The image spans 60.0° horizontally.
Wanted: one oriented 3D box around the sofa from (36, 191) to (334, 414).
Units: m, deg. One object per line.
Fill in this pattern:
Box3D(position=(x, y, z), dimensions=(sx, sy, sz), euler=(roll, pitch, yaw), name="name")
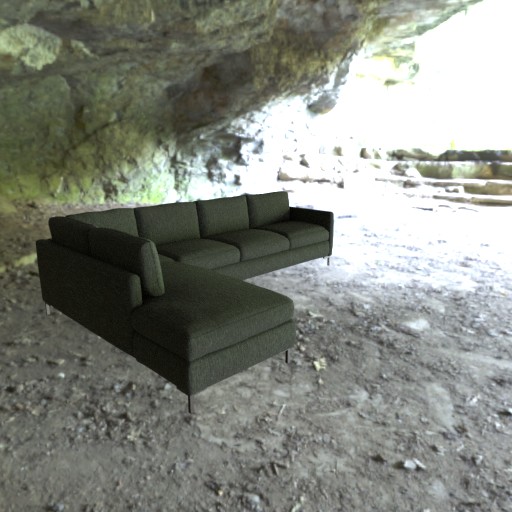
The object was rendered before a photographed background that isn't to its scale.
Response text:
Box3D(position=(0.000, 0.000, 3.808), dimensions=(2.007, 0.815, 2.949), euler=(14, 19, 43), name="sofa")
